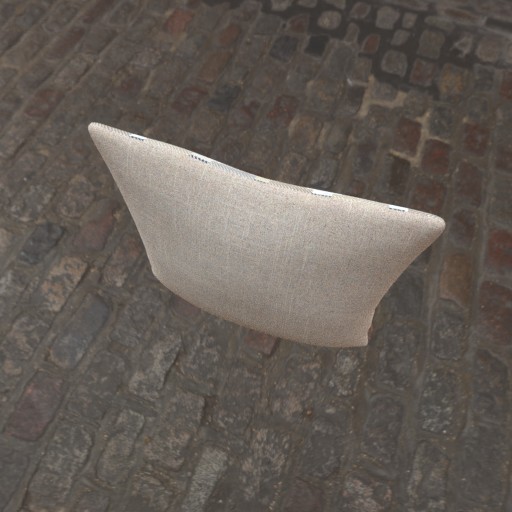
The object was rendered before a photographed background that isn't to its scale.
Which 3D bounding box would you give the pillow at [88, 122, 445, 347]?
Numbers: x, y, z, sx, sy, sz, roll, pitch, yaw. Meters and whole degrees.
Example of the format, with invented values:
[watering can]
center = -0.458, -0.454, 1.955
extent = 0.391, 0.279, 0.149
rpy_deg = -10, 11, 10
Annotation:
[pillow]
center = 0.000, 0.000, 0.890
extent = 0.578, 0.558, 0.192
rpy_deg = 18, 64, 9
